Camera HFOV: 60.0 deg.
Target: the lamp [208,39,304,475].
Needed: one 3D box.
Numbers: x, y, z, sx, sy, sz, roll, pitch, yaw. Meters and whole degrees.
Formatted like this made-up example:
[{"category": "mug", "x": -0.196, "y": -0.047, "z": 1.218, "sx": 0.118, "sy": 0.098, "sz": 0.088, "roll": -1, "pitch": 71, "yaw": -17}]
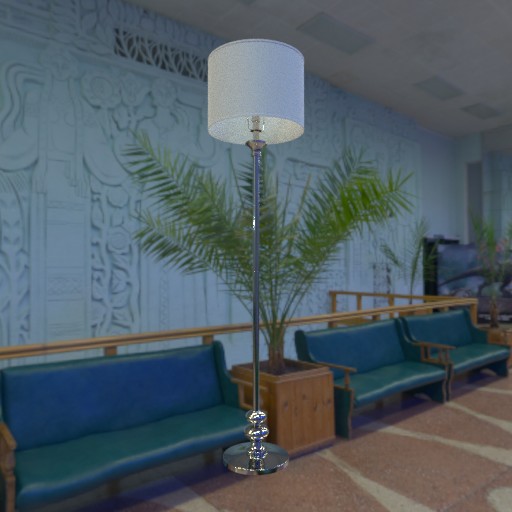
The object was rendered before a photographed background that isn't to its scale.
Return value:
[{"category": "lamp", "x": 0.000, "y": 0.000, "z": 1.634, "sx": 0.356, "sy": 1.487, "sz": 0.356, "roll": 1, "pitch": -1, "yaw": -36}]
